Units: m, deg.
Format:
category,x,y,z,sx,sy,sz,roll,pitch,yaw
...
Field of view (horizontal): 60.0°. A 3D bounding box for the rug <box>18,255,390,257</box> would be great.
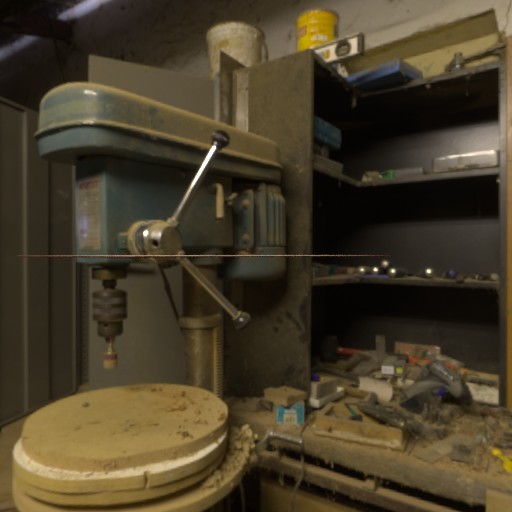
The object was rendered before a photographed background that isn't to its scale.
category,x,y,z,sx,sy,sz,roll,pitch,yaw
rug,0.000,0.000,2.682,0.792,0.006,2.437,0,0,36
